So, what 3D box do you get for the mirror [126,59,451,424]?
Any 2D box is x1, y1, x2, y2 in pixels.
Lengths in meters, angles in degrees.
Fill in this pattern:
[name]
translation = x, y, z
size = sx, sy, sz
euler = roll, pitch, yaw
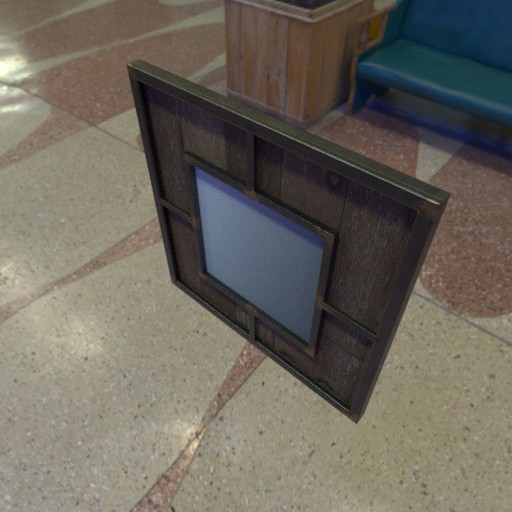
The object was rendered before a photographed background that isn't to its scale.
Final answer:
[mirror]
translation = 0.000, 0.000, 0.557
size = 0.382, 0.381, 0.020
euler = 32, 54, 28
